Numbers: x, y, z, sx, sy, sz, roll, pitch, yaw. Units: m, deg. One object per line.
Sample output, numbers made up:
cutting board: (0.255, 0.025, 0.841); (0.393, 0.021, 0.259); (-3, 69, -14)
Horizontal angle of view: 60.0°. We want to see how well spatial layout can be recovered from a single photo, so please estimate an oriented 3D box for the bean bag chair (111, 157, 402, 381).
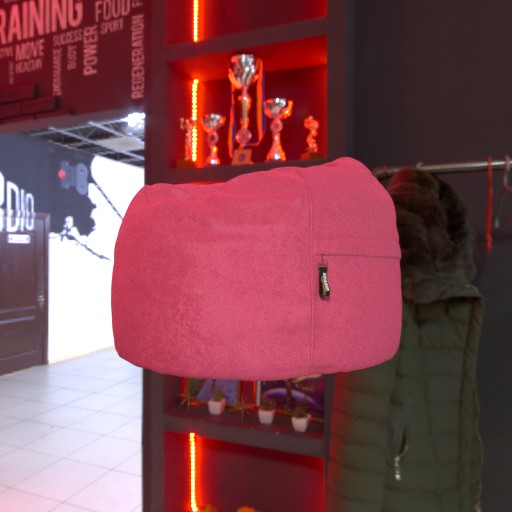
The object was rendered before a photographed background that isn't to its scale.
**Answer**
bean bag chair: (0.000, 0.000, 1.951); (1.218, 0.788, 1.218); (0, 0, 0)
